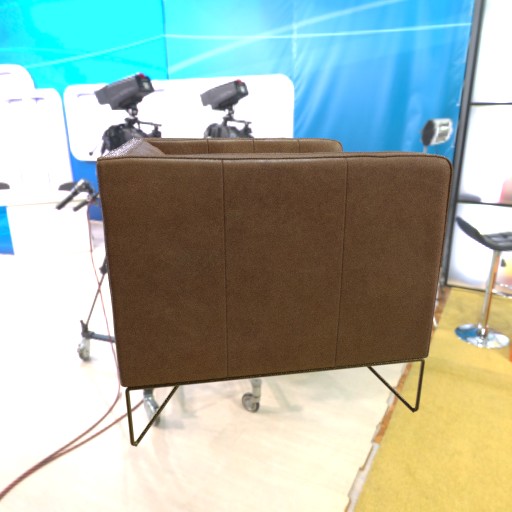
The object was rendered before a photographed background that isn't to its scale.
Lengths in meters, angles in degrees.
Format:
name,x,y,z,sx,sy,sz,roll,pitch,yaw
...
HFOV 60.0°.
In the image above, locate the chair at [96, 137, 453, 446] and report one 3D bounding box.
name,x,y,z,sx,sy,sz,roll,pitch,yaw
chair,0.000,0.000,1.603,0.912,0.797,0.920,-3,18,-10
